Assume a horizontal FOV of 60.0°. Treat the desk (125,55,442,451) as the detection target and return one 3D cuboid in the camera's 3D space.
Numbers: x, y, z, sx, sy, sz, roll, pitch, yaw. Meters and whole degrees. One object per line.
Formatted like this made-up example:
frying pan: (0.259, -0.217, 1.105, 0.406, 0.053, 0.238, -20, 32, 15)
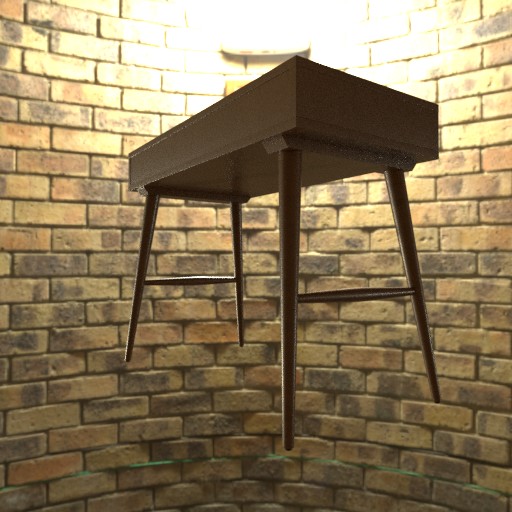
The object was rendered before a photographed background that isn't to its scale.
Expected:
desk: (0.000, 0.000, 1.370, 0.510, 0.758, 0.949, 0, -1, -35)
